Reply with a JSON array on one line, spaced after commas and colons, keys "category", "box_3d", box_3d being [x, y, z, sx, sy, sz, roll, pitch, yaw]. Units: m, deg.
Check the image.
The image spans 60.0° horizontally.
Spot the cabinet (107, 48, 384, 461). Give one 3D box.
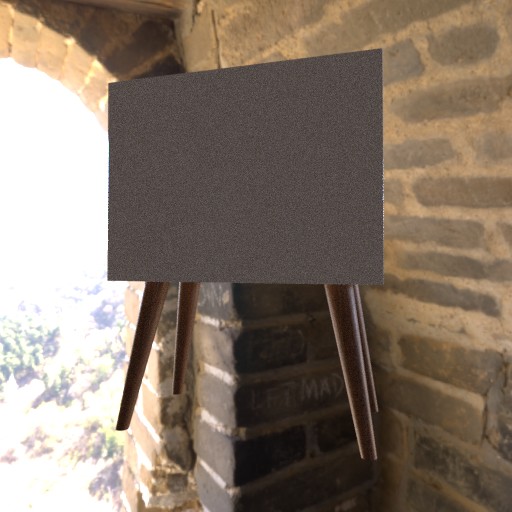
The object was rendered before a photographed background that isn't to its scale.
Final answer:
[{"category": "cabinet", "box_3d": [0.000, 0.000, 1.069, 0.591, 0.772, 0.344, 0, -1, 16]}]
